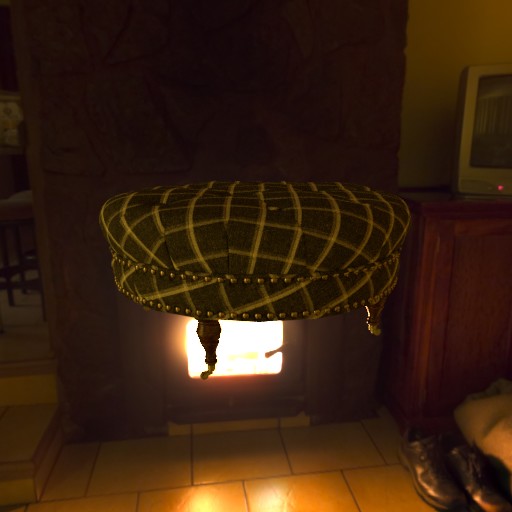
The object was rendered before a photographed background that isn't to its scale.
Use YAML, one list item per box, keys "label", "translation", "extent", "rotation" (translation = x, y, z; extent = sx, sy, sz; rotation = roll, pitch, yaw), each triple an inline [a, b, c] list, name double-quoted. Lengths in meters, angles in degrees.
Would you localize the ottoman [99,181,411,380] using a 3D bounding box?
- label: "ottoman"
  translation: [0.000, 0.000, 1.381]
  extent: [0.901, 0.439, 0.901]
  rotation: [0, 14, 0]
